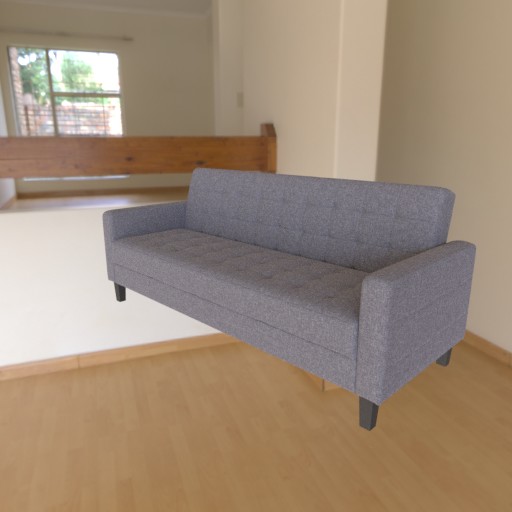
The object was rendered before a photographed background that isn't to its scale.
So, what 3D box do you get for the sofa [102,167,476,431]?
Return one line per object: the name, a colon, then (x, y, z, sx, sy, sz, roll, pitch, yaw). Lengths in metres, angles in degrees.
sofa: (0.000, 0.000, 2.447, 0.810, 0.850, 2.040, -15, 21, -43)
